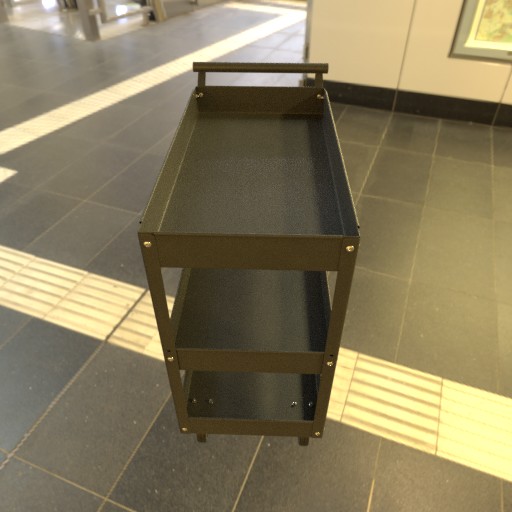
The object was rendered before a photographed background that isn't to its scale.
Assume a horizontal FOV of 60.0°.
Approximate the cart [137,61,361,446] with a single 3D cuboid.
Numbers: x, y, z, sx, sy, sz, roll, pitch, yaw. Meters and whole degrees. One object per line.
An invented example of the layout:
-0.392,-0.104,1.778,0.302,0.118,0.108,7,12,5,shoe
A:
0.000,0.000,1.179,0.366,0.780,0.719,1,40,2,cart
